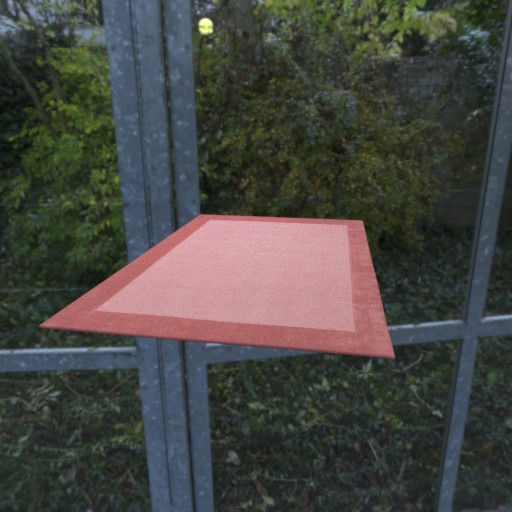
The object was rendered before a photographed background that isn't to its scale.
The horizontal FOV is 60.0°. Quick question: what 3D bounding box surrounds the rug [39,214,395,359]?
[{"bbox_3d":[0.000,0.000,2.981,1.524,0.014,2.438,3,17,10],"label":"rug"}]
